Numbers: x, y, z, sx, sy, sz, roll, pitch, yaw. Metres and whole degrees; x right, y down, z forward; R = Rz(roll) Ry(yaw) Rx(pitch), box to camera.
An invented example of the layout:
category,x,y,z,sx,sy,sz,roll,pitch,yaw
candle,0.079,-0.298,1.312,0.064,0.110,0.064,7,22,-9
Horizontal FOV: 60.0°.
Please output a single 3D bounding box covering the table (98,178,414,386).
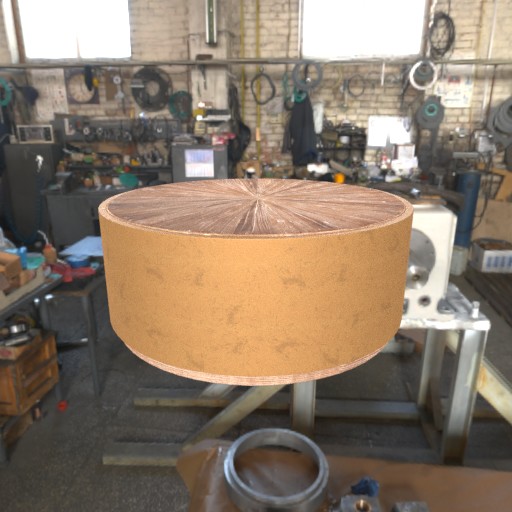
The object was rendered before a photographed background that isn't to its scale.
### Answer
category,x,y,z,sx,sy,sz,roll,pitch,yaw
table,0.000,0.000,1.544,1.001,0.409,1.001,0,18,0
